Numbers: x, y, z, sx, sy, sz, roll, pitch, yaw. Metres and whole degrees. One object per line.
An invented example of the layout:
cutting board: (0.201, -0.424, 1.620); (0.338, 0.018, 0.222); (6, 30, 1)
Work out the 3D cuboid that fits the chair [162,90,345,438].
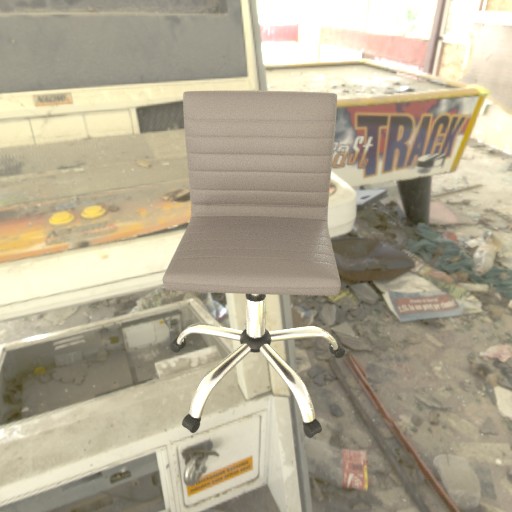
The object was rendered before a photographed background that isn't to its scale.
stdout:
chair: (0.000, 0.000, 1.173); (0.556, 0.780, 0.530); (2, 30, 3)
